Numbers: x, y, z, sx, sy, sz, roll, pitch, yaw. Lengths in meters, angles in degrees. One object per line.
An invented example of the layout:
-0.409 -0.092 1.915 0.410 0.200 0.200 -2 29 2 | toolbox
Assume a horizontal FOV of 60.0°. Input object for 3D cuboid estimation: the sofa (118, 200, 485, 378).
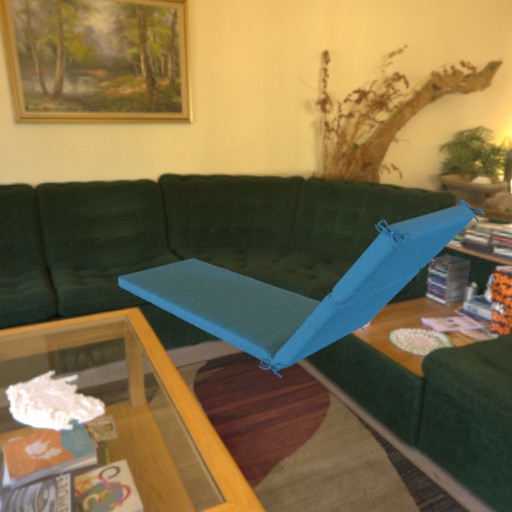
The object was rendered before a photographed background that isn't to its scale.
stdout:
0.000 0.000 1.957 0.582 0.622 1.663 -15 22 -42 | sofa
